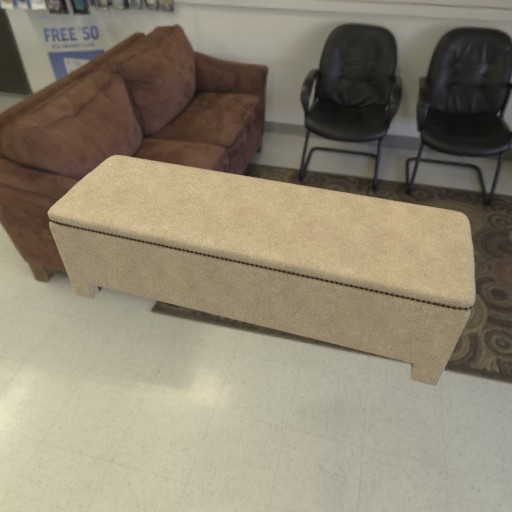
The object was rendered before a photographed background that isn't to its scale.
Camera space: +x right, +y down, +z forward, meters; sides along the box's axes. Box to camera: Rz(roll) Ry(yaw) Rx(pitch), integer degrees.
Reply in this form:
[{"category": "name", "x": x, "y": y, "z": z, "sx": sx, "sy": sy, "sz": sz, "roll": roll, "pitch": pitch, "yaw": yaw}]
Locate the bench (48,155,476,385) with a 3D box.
[{"category": "bench", "x": 0.000, "y": 0.000, "z": 1.729, "sx": 1.482, "sy": 0.447, "sz": 0.470, "roll": 12, "pitch": 43, "yaw": 13}]
